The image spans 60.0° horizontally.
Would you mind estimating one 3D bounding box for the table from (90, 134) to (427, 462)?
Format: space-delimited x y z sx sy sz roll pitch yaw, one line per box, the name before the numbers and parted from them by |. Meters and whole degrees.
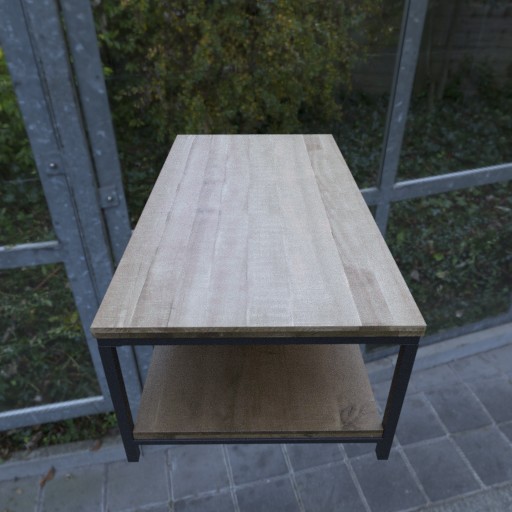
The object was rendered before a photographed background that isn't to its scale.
table | 0.000 0.000 1.308 0.574 0.393 1.062 0 33 0
